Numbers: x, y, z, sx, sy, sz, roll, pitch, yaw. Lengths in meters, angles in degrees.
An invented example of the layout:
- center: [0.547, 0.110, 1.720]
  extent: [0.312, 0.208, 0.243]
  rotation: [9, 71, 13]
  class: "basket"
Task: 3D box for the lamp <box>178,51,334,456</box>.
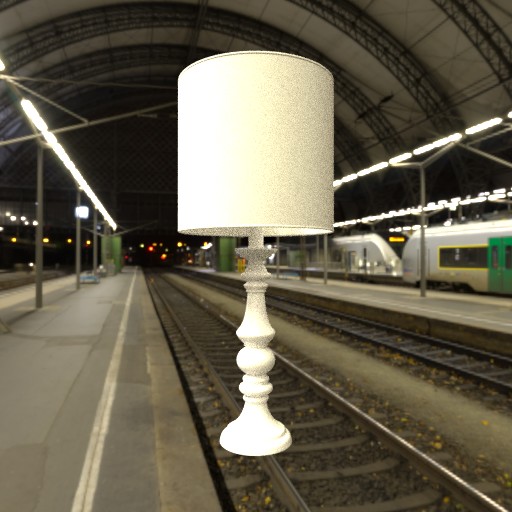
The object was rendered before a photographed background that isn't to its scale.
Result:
- center: [0.000, 0.000, 0.721]
  extent: [0.250, 0.597, 0.250]
  rotation: [0, -1, -36]
  class: "lamp"
